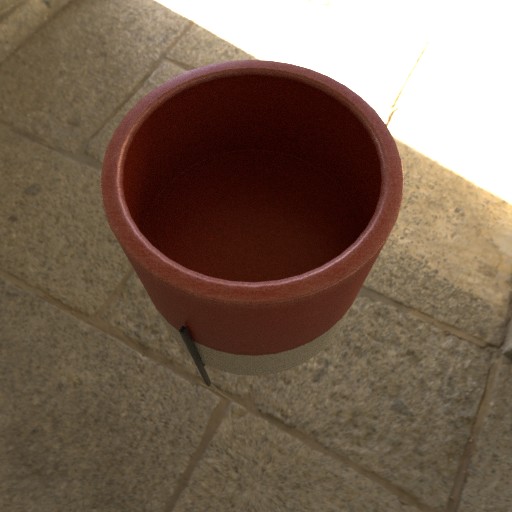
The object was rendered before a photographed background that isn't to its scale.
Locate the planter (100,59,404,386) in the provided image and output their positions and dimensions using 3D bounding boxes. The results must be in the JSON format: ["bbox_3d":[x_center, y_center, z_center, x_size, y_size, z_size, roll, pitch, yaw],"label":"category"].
[{"bbox_3d":[0.000,0.000,0.707,0.354,0.465,0.345,-1,63,-1],"label":"planter"}]
